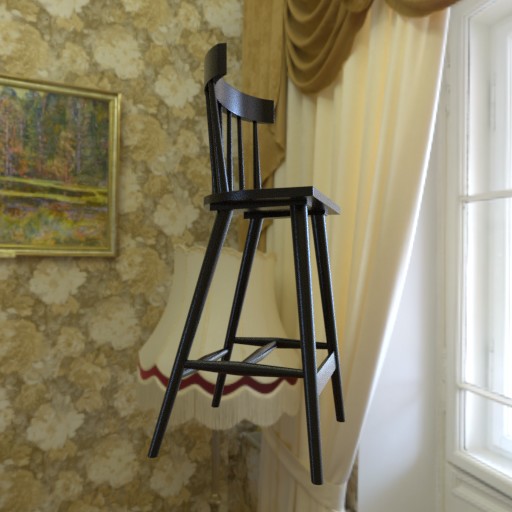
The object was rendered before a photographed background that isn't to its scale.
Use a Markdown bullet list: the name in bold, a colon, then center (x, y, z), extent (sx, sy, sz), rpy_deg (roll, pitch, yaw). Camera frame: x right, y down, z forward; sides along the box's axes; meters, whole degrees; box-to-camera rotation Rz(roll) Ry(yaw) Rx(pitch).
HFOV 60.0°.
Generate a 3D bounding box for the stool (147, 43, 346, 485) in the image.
- **stool**: center (0.000, 0.000, 1.341), extent (0.483, 1.092, 0.482), rpy_deg (0, 0, 18)
